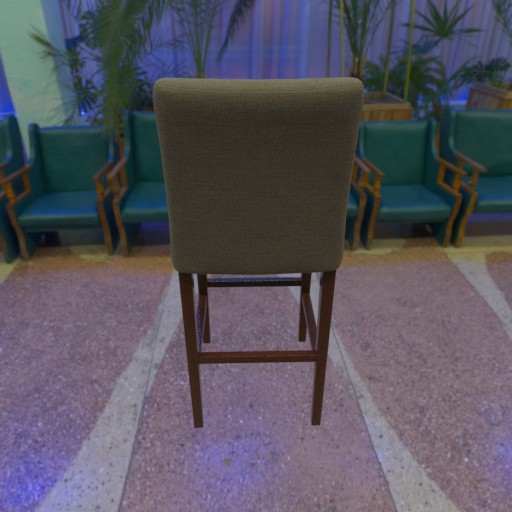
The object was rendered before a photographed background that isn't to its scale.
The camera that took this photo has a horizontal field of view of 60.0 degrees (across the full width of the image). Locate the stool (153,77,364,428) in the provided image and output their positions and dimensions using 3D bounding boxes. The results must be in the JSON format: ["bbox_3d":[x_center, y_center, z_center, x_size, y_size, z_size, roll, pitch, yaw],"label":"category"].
[{"bbox_3d":[0.000,0.000,1.342,0.470,1.078,0.577,-1,30,-1],"label":"stool"}]
